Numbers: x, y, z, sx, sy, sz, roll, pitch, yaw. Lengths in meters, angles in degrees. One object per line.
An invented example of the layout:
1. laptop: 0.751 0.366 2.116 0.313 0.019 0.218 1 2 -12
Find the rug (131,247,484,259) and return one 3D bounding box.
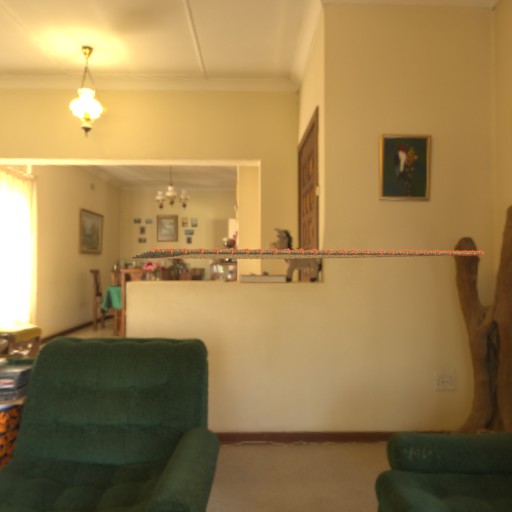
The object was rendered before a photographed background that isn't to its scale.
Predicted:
1. rug: 0.000 0.000 2.324 1.220 0.019 1.838 0 -1 -17
